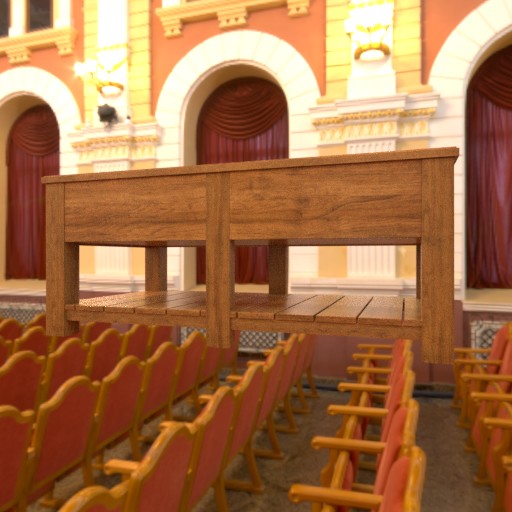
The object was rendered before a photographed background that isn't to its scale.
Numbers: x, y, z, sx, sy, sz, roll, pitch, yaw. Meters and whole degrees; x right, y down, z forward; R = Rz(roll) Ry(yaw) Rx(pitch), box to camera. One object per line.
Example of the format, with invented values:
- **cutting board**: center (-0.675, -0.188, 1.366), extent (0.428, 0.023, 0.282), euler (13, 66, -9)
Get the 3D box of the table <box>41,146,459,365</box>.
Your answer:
- **table**: center (0.000, 0.000, 1.450), extent (1.150, 0.480, 0.635), euler (0, 0, 19)
